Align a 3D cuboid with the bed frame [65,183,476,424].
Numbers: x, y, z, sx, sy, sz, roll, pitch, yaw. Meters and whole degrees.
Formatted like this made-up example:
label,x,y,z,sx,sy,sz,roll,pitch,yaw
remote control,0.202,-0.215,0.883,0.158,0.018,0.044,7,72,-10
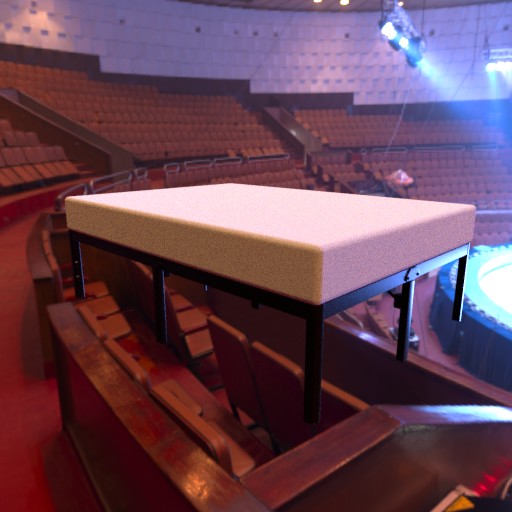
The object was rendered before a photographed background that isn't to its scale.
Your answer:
label,x,y,z,sx,sy,sz,roll,pitch,yaw
bed frame,0.000,0.000,2.634,1.956,0.659,1.408,14,20,43
